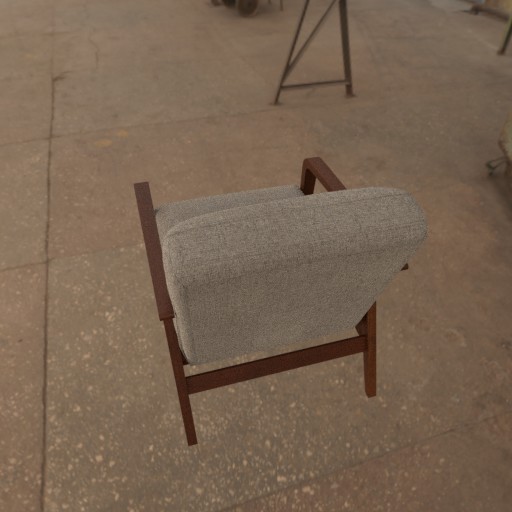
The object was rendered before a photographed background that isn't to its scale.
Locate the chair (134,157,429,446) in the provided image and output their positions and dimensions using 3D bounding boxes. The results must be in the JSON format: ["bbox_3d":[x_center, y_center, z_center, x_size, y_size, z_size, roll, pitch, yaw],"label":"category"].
[{"bbox_3d":[0.000,0.000,1.474,0.704,0.847,0.858,-11,43,-12],"label":"chair"}]
